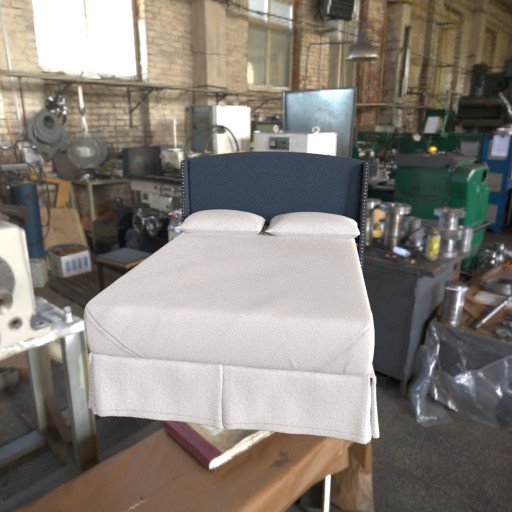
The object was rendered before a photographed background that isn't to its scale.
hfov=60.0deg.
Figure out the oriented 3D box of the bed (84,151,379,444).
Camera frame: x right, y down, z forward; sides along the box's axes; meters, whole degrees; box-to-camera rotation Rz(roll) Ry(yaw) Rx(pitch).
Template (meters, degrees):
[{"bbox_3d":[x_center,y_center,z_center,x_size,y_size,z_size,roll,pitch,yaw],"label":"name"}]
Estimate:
[{"bbox_3d":[0.000,0.000,3.290,1.710,1.407,2.237,3,16,9],"label":"bed"}]
